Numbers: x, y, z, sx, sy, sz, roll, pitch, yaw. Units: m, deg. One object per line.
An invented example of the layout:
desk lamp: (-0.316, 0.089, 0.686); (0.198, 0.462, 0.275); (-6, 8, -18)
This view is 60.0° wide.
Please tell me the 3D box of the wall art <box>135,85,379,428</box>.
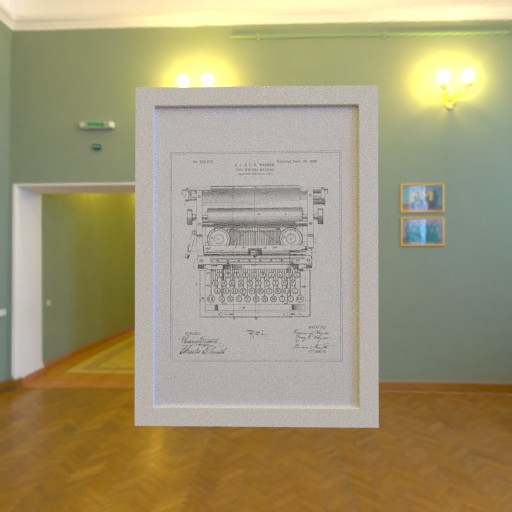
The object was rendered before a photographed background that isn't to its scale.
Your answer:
wall art: (0.000, 0.000, 0.700); (0.381, 0.533, 0.013); (0, -1, 1)
